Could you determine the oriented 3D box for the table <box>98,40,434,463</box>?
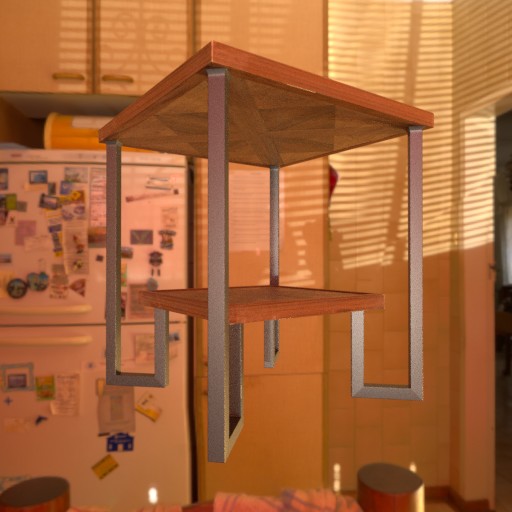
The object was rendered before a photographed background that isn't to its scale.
[{"bbox_3d":[0.000,0.000,0.927,0.503,0.563,0.503,0,0,-36],"label":"table"}]
